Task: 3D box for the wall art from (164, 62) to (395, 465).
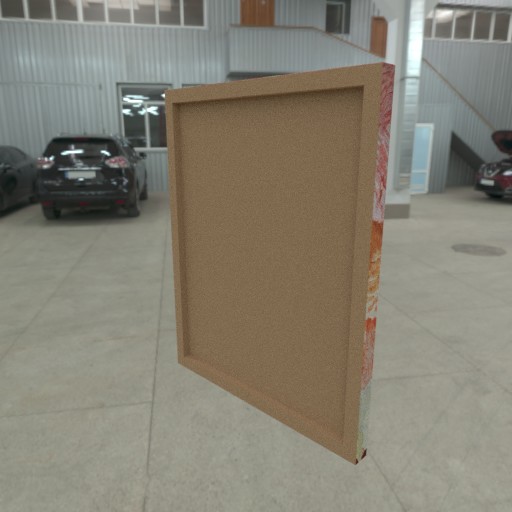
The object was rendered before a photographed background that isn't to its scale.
[{"bbox_3d":[0.000,0.000,0.684,0.406,0.508,0.028,14,20,43],"label":"wall art"}]
